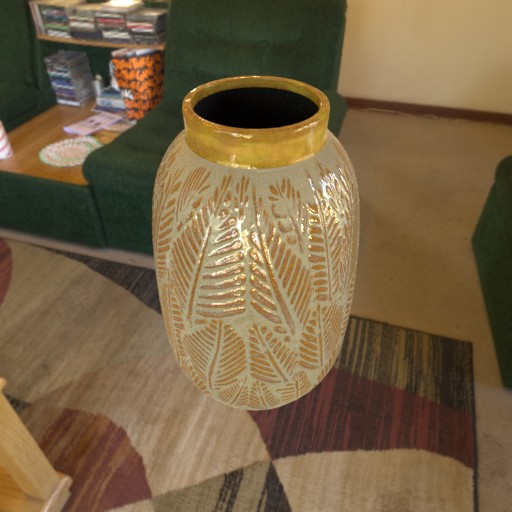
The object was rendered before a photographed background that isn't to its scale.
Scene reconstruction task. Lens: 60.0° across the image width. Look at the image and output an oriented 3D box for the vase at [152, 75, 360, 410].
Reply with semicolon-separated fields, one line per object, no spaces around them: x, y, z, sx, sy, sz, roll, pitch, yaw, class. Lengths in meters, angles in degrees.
0.000;0.000;0.378;0.172;0.270;0.172;0;41;0;vase
